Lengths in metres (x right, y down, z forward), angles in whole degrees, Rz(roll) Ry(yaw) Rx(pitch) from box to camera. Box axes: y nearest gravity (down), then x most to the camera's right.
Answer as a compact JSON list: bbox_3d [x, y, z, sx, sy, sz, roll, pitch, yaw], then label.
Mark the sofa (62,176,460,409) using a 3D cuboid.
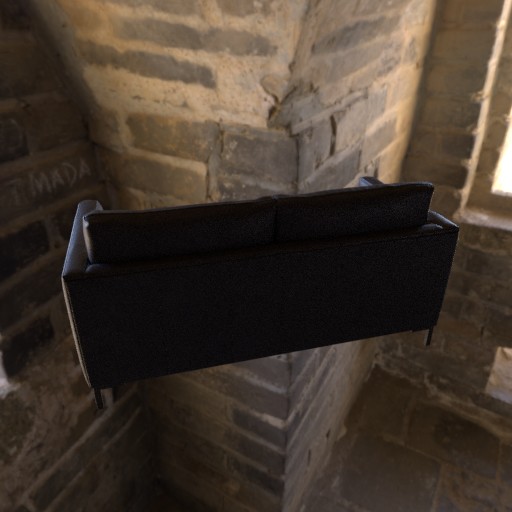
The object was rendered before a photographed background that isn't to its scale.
[{"bbox_3d":[0.000,0.000,2.342,1.805,0.883,0.947,-8,28,-16],"label":"sofa"}]
